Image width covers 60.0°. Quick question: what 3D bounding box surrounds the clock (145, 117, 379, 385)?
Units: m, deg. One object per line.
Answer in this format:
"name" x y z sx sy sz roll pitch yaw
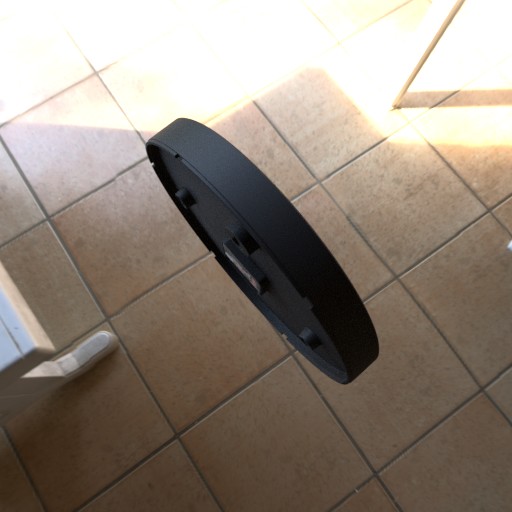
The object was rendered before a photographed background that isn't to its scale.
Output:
"clock" 0.000 0.000 0.437 0.040 0.293 0.293 -40 78 -10
